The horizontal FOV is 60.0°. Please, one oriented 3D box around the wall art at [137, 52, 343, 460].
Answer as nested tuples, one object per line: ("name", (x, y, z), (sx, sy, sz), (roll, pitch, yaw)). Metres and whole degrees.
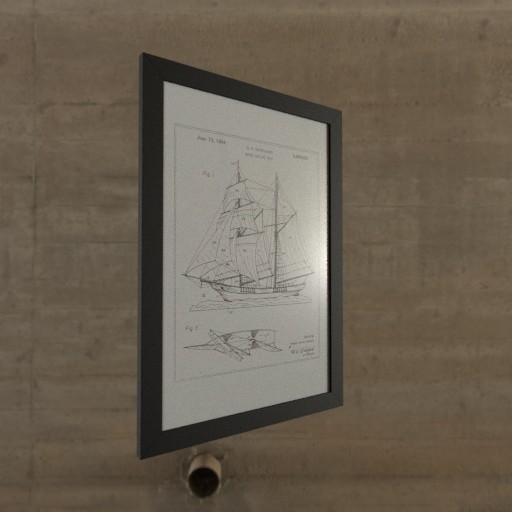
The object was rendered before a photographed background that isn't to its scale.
("wall art", (0.000, 0.000, 0.598), (0.326, 0.459, 0.011), (1, -2, -36))
